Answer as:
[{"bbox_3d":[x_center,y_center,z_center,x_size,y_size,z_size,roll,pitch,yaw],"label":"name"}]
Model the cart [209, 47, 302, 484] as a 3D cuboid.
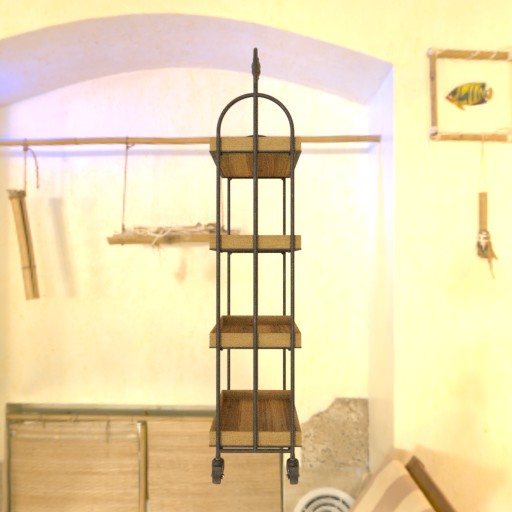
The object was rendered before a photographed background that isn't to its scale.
[{"bbox_3d":[0.000,0.000,1.687,0.308,1.481,0.581,0,-1,1],"label":"cart"}]
